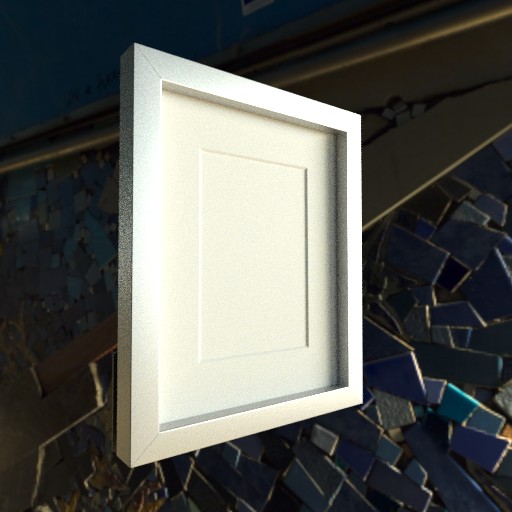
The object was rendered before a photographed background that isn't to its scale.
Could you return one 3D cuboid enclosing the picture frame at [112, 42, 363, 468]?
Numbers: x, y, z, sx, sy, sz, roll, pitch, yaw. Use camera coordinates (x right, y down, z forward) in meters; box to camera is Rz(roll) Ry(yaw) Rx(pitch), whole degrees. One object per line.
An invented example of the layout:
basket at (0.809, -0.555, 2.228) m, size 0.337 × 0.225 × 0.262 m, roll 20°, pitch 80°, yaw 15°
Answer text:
picture frame at (0.000, 0.000, 0.377) m, size 0.233 × 0.282 × 0.036 m, roll 1°, pitch -2°, yaw -37°
